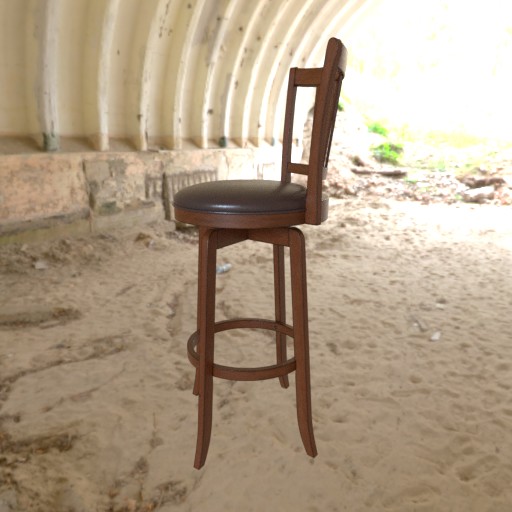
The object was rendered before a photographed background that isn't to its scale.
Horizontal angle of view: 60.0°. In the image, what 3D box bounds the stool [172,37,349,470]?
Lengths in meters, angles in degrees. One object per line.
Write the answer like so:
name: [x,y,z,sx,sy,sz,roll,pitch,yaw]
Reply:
stool: [0.000,0.000,1.393,0.503,1.177,0.464,-2,14,-8]
